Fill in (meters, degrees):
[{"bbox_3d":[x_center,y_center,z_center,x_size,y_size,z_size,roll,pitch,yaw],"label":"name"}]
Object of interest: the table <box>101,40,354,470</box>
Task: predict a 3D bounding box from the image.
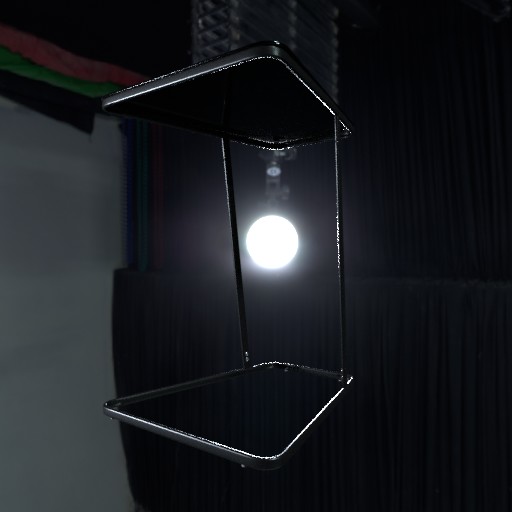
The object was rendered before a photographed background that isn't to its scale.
[{"bbox_3d":[0.000,0.000,0.953,0.427,0.624,0.500,0,0,36],"label":"table"}]
